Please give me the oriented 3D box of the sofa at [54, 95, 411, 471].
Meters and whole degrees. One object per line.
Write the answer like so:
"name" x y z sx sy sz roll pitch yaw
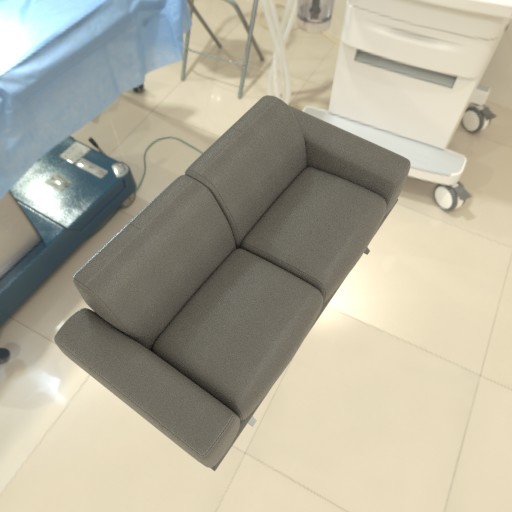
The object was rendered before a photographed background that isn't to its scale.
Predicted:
"sofa" 0.000 0.000 2.341 0.900 0.772 1.901 30 62 18
